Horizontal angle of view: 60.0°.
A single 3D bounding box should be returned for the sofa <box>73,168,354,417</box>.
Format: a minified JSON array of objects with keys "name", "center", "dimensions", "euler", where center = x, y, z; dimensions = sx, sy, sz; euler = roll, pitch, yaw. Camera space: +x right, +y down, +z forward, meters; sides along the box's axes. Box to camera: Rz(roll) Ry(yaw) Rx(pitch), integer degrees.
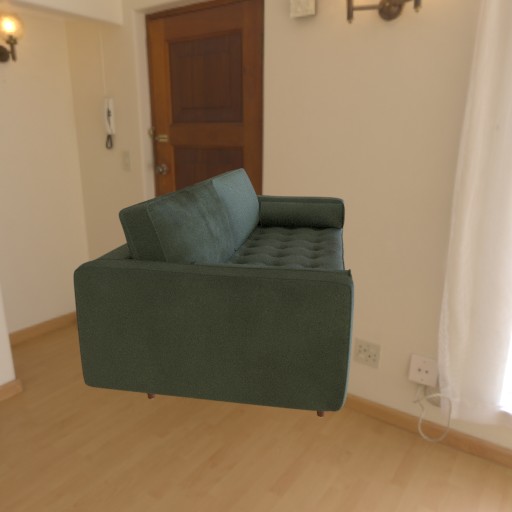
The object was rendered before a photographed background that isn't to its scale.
[{"name":"sofa","center":[0.000,0.000,2.287],"dimensions":[0.916,0.772,1.880],"euler":[3,16,10]}]
